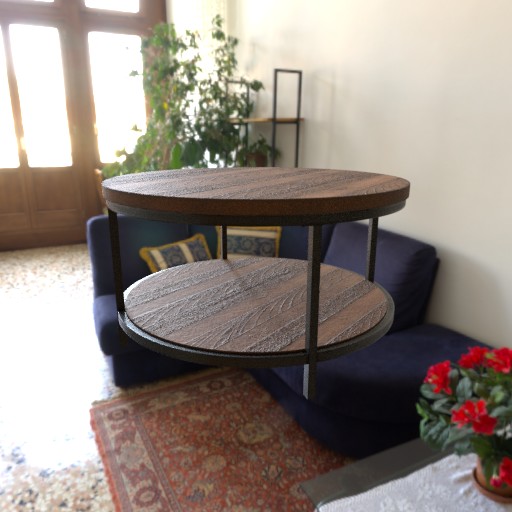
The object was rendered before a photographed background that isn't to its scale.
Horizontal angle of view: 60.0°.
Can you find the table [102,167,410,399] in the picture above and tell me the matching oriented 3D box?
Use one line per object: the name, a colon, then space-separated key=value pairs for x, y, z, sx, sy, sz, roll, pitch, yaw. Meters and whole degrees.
table: x=0.000 y=0.000 z=1.329 sx=0.837 sy=0.462 sz=0.837 roll=0 pitch=16 yaw=0
